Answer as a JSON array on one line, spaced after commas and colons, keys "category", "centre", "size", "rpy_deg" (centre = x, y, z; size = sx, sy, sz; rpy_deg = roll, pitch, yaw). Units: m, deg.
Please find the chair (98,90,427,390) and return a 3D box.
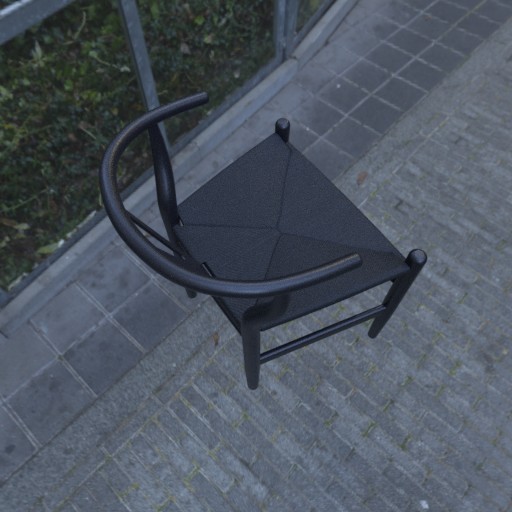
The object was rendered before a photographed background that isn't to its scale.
[{"category": "chair", "centre": [0.000, 0.000, 1.135], "size": [0.579, 0.730, 0.569], "rpy_deg": [-30, 63, -17]}]
